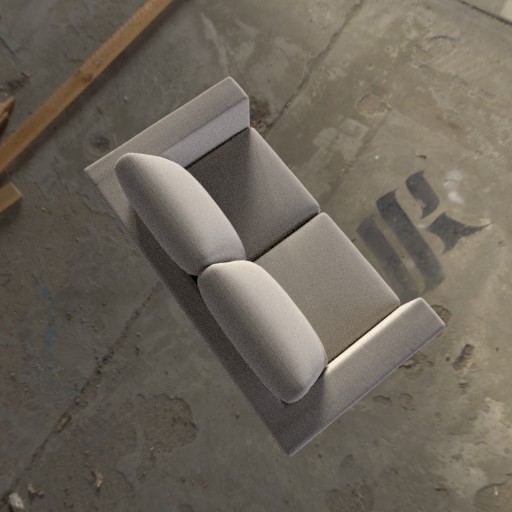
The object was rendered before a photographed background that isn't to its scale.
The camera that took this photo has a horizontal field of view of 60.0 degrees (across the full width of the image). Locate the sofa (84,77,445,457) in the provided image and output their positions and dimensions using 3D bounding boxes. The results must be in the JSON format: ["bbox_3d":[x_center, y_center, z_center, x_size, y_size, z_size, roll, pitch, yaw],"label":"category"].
[{"bbox_3d":[0.000,0.000,2.467,1.009,0.932,1.813,-36,78,-9],"label":"sofa"}]
